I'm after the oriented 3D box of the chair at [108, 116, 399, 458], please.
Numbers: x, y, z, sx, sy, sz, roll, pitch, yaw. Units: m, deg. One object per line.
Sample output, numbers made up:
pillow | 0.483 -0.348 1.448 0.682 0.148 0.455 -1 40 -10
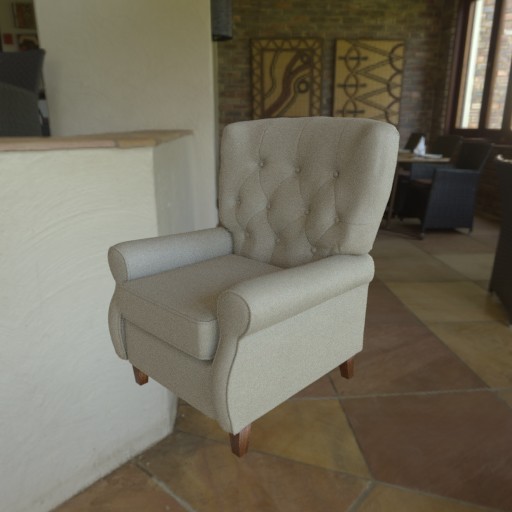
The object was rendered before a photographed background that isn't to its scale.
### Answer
chair | 0.000 0.000 1.917 0.943 1.158 1.059 16 23 42
